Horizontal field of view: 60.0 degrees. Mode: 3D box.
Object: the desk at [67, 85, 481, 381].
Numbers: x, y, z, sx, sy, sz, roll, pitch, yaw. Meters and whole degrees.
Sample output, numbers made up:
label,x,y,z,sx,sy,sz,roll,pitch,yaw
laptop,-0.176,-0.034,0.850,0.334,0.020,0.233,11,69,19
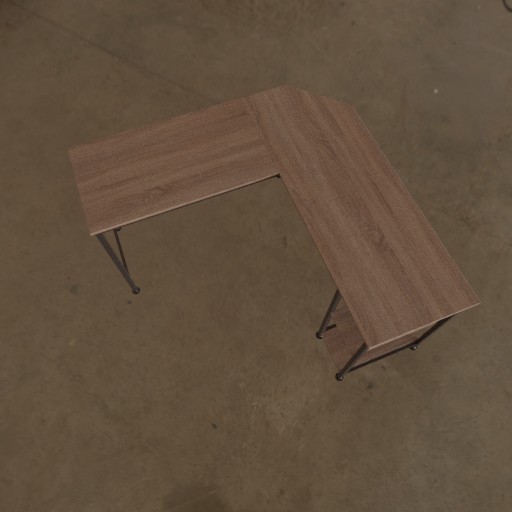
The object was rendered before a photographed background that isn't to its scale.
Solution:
label,x,y,z,sx,sy,sz,roll,pitch,yaw
desk,0.000,0.000,2.265,1.379,0.739,1.379,-20,66,-9
